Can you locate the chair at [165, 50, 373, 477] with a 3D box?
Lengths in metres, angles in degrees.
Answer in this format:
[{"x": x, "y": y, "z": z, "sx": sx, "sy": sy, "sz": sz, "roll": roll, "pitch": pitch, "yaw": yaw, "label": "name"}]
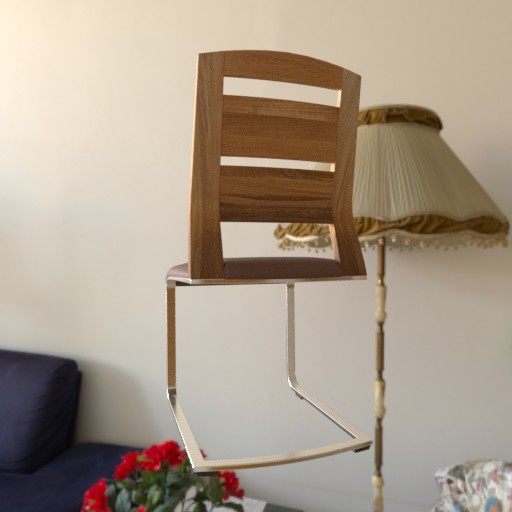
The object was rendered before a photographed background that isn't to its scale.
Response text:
[{"x": 0.000, "y": 0.000, "z": 1.285, "sx": 0.460, "sy": 0.970, "sz": 0.570, "roll": 0, "pitch": 1, "yaw": -18, "label": "chair"}]
